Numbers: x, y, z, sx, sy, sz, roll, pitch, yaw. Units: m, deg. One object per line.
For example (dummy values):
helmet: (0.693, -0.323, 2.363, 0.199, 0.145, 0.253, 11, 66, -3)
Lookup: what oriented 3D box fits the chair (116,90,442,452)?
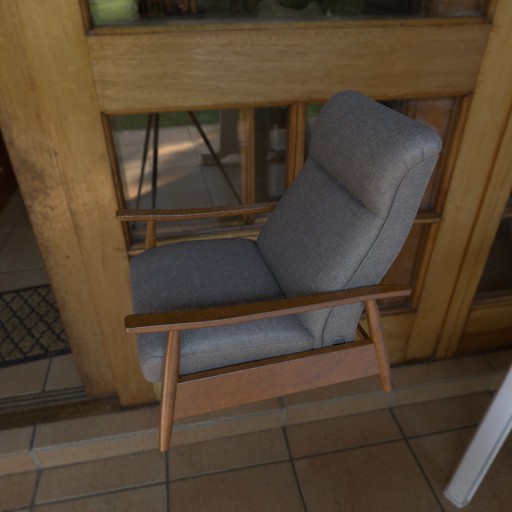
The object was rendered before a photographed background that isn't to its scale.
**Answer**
chair: (0.000, 0.000, 1.736, 1.014, 1.081, 0.762, -9, 35, -14)
